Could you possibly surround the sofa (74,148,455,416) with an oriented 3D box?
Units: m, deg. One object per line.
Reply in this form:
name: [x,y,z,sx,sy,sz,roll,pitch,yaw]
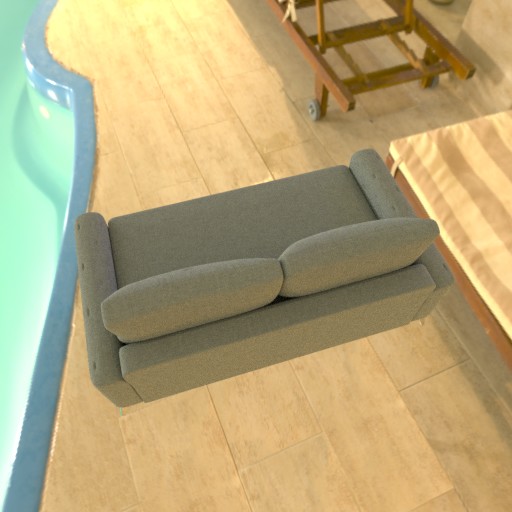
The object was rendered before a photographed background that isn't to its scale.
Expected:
sofa: [0.000,0.000,2.166,1.650,0.790,0.920,-14,59,-9]
